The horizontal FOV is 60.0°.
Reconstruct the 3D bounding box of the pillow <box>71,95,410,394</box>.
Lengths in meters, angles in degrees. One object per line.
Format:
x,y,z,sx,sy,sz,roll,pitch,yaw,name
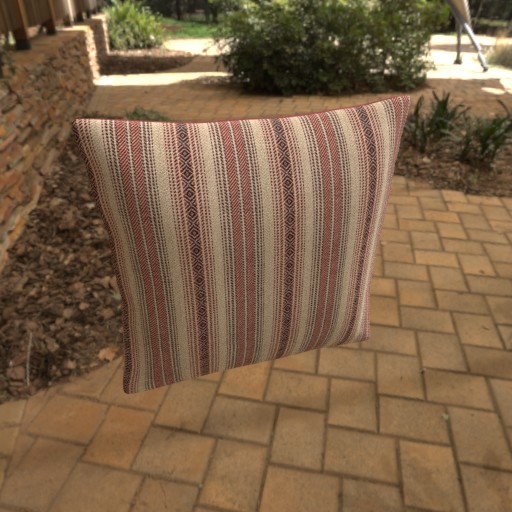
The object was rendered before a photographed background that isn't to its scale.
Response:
0.000,0.000,0.760,0.513,0.497,0.166,-9,33,-15,pillow
